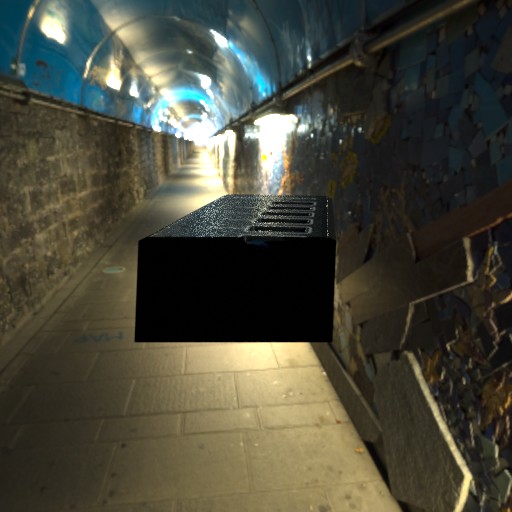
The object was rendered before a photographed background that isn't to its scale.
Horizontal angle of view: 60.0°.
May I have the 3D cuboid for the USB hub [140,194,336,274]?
[{"bbox_3d":[0.000,0.000,0.129,0.044,0.023,0.110,2,15,9],"label":"USB hub"}]
